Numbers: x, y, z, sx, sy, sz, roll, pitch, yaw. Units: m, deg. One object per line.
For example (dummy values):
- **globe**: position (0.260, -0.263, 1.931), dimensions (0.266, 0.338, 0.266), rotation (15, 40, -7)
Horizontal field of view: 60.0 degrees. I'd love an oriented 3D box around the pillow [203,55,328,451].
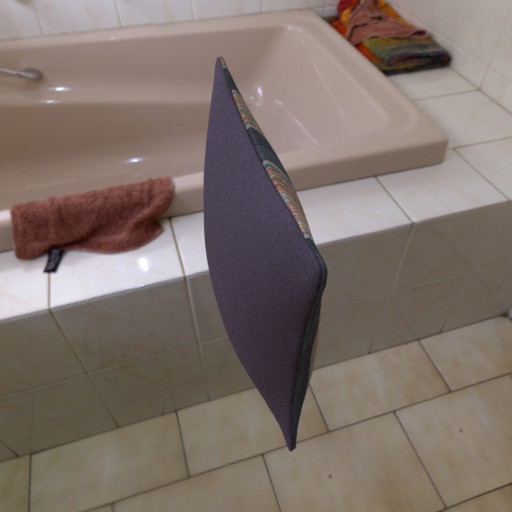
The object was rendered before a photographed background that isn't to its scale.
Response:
- **pillow**: position (0.000, 0.000, 0.655), dimensions (0.136, 0.419, 0.437), rotation (-11, 48, -10)
